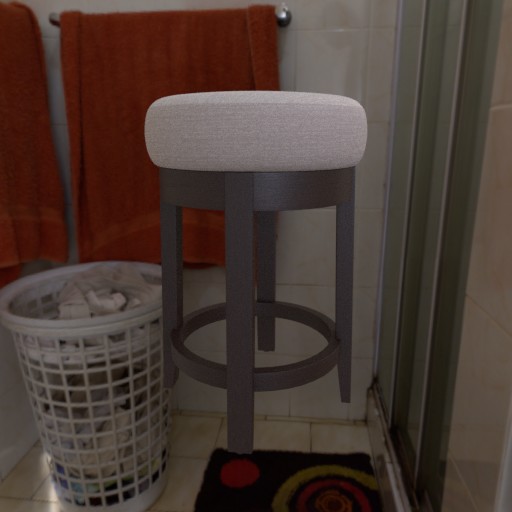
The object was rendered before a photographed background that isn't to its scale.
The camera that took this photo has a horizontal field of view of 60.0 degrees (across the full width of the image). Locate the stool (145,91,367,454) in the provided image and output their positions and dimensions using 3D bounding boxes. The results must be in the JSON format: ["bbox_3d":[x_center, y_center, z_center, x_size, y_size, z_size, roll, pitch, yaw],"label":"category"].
[{"bbox_3d":[0.000,0.000,0.975,0.443,0.672,0.443,0,15,0],"label":"stool"}]
